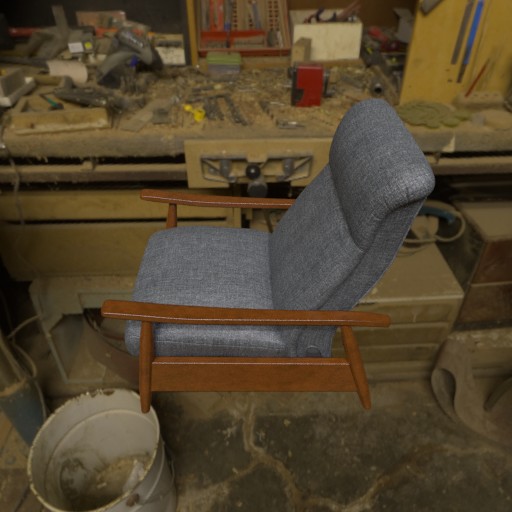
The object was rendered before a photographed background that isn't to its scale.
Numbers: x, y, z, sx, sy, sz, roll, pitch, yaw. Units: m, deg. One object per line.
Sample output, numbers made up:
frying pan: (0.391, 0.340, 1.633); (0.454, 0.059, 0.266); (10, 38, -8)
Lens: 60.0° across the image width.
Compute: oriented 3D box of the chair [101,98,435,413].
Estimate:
chair: (0.000, 0.000, 1.788); (1.030, 1.082, 0.762); (-1, 40, -1)
